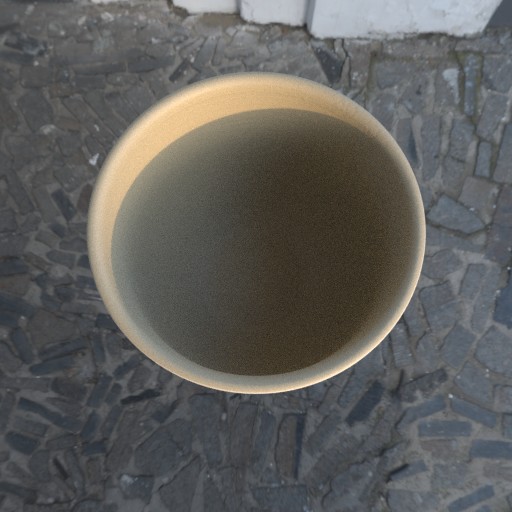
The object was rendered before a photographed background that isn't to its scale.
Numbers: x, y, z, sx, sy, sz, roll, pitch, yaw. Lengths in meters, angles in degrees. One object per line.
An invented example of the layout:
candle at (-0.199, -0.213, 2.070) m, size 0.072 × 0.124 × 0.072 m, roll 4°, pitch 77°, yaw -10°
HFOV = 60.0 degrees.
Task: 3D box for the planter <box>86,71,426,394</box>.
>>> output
planter at (0.000, 0.000, 0.362) m, size 0.208 × 0.190 × 0.208 m, roll 0°, pitch 75°, yaw 0°
